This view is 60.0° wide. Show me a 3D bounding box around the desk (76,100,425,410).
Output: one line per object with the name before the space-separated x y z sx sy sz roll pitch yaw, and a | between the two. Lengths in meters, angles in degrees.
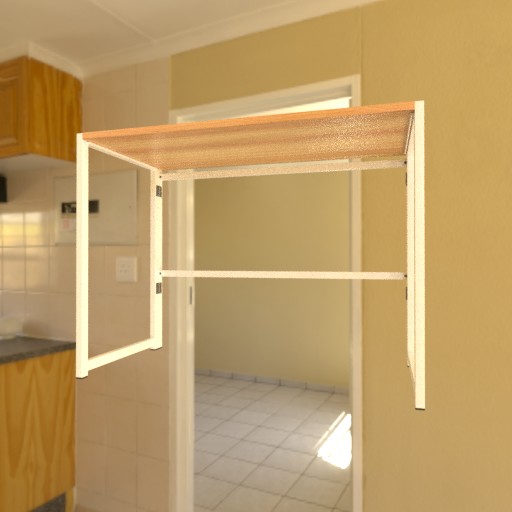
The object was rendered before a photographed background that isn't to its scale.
desk | 0.000 0.000 1.473 1.016 0.762 0.508 0 0 17
